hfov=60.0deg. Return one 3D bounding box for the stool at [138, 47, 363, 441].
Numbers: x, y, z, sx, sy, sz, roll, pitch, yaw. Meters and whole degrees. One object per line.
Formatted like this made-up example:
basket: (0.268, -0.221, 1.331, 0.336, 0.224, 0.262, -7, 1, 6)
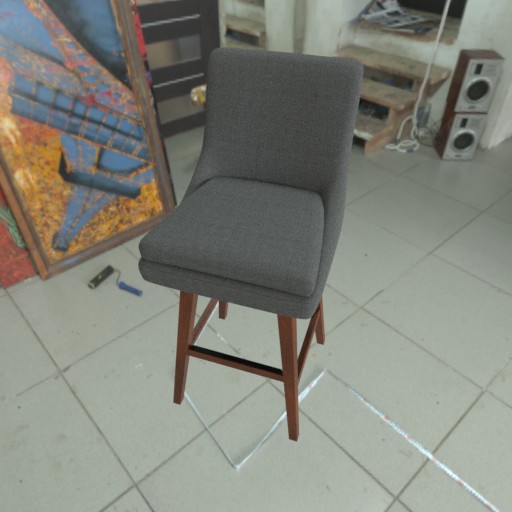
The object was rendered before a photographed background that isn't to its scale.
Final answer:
stool: (0.000, 0.000, 1.267, 0.447, 0.977, 0.524, 12, 41, 14)
